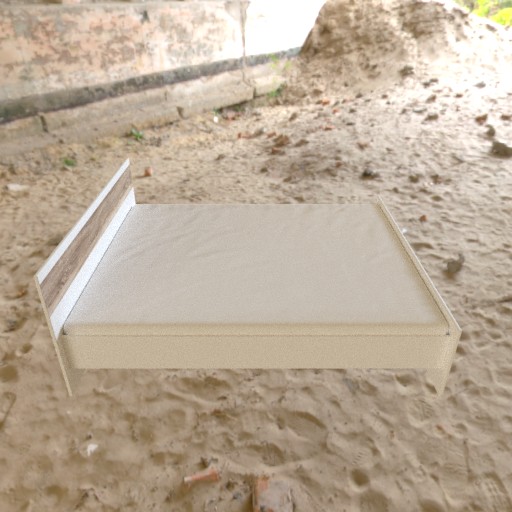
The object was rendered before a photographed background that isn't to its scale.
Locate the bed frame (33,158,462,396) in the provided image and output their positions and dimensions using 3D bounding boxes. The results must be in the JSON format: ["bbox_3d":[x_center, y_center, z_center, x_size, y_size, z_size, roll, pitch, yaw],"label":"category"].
[{"bbox_3d":[0.000,0.000,2.992,2.060,0.800,1.720,0,31,0],"label":"bed frame"}]
